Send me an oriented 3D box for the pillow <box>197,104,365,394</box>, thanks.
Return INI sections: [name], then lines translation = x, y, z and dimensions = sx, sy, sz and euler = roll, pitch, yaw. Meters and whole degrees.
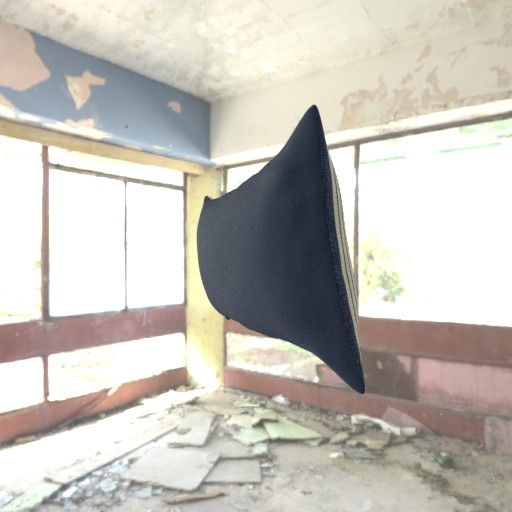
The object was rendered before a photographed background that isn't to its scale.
[pillow]
translation = 0.000, 0.000, 0.737
dimensions = 0.156, 0.292, 0.608
euler = 0, -1, -17
